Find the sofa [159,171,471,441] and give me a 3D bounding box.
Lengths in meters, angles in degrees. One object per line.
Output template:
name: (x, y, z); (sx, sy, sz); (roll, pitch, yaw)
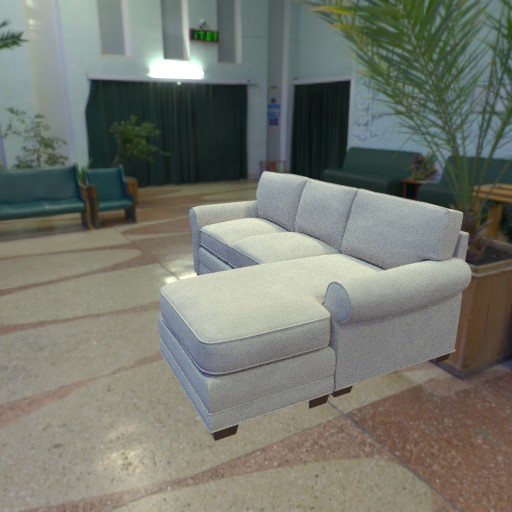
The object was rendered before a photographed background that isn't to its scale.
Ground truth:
sofa: (0.000, 0.000, 2.376); (1.226, 0.734, 1.770); (-9, 19, -26)
